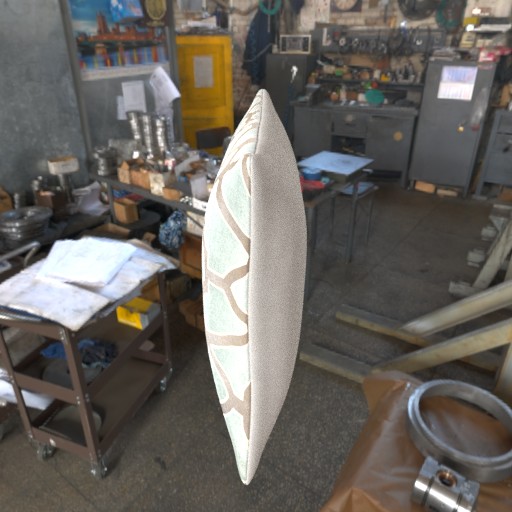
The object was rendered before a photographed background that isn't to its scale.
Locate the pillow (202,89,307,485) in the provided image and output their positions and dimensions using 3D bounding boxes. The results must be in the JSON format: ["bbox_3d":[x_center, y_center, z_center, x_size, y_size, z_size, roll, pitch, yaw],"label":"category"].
[{"bbox_3d":[0.000,0.000,0.802,0.166,0.508,0.552,1,28,2],"label":"pillow"}]
